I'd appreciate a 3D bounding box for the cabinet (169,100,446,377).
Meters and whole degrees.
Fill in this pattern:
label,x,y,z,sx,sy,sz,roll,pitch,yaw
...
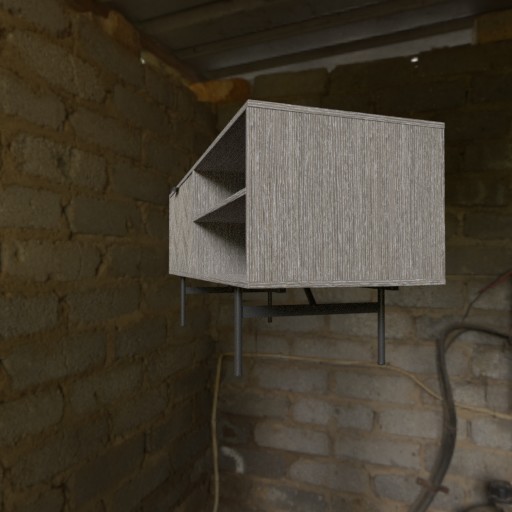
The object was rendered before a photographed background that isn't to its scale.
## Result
label,x,y,z,sx,sy,sz,roll,pitch,yaw
cabinet,0.000,0.000,1.564,0.500,0.599,1.300,0,-1,-18
